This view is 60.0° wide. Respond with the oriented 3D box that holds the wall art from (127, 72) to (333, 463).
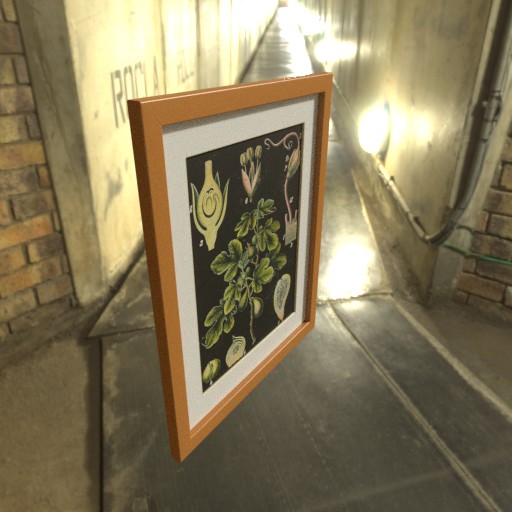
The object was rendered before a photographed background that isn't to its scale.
[{"bbox_3d":[0.000,0.000,0.518,0.015,0.379,0.310,18,32,31],"label":"wall art"}]
